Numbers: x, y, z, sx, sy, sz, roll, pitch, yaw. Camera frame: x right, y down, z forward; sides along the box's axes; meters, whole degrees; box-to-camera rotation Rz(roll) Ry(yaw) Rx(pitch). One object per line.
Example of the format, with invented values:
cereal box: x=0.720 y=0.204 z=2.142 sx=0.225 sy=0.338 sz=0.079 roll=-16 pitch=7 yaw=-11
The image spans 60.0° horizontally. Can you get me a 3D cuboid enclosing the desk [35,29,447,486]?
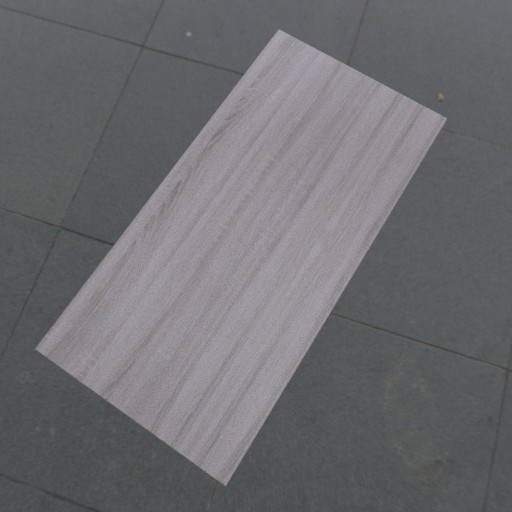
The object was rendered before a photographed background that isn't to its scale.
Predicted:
desk: x=0.000 y=0.000 z=1.792 sx=0.690 sy=0.745 sz=1.380 roll=32 pitch=77 yaw=8
